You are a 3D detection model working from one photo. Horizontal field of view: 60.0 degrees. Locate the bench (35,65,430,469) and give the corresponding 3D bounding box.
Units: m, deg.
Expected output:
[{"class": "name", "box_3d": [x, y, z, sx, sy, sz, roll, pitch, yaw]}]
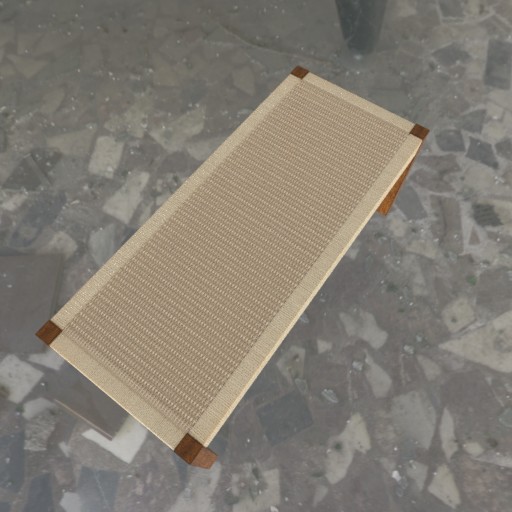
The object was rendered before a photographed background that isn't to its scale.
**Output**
[{"class": "bench", "box_3d": [0.000, 0.000, 1.469, 0.507, 0.457, 1.198, 33, 68, 15]}]
